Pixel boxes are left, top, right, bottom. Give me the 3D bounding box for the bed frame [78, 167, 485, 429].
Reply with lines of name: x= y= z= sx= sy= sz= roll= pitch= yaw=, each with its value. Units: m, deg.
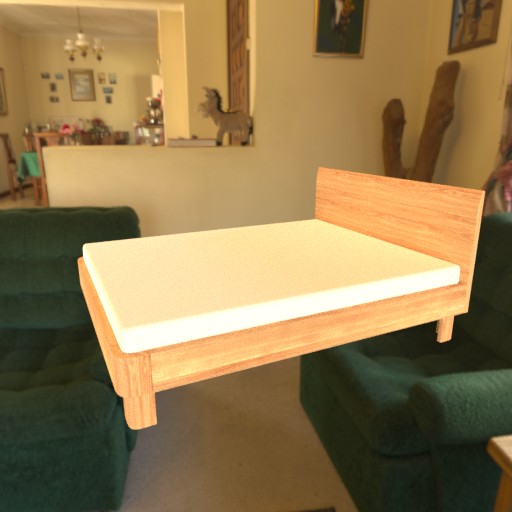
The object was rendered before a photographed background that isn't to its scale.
bed frame: x=0.000 y=0.000 z=2.925 sx=2.092 sy=0.940 sz=1.660 roll=-8 pitch=18 yaw=-25
